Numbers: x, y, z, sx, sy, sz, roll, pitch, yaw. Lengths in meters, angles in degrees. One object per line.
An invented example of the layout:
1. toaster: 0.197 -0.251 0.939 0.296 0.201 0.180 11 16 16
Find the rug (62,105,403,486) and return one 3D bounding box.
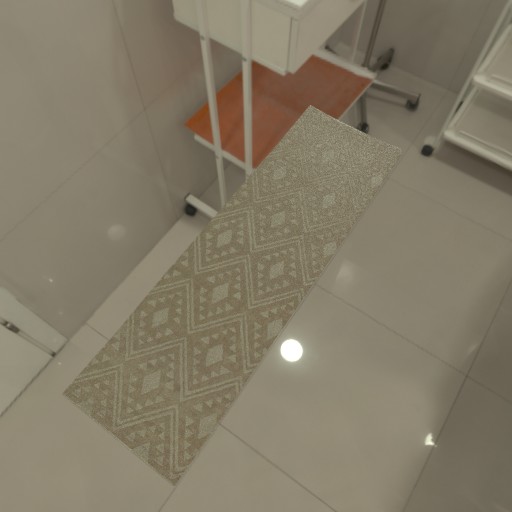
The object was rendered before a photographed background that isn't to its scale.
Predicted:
1. rug: 0.000 0.000 2.648 0.752 0.051 2.452 31 67 15
